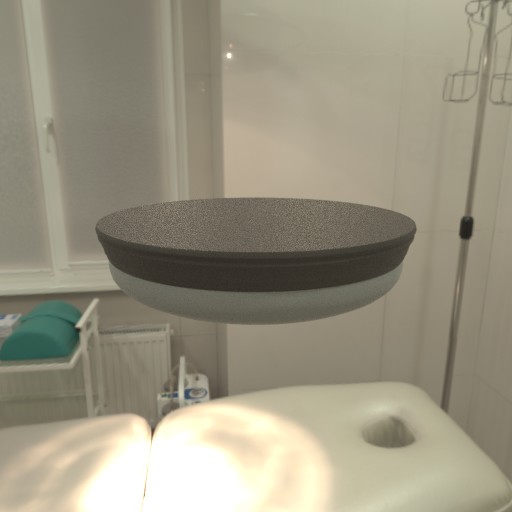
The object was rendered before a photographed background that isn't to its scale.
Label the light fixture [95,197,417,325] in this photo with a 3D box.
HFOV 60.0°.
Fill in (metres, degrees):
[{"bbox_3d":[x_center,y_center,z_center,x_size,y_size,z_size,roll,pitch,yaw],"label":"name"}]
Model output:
[{"bbox_3d":[0.000,0.000,0.549,0.368,0.100,0.368,0,14,0],"label":"light fixture"}]
